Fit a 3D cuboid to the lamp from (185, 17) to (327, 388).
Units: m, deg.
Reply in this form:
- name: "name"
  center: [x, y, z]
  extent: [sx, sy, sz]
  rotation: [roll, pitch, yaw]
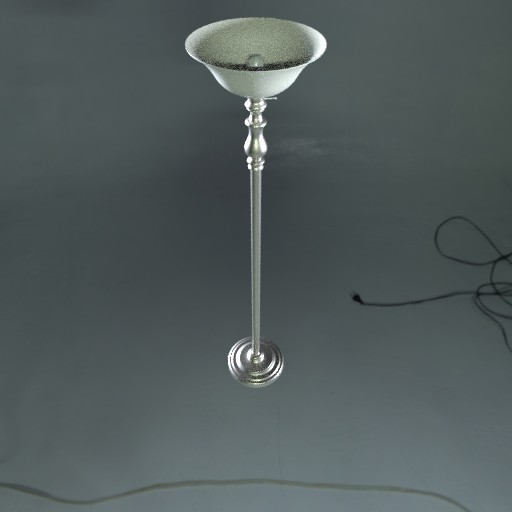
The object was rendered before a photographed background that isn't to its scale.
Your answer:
- name: "lamp"
  center: [0.000, 0.000, 1.910]
  extent: [0.405, 1.771, 0.405]
  rotation: [-4, 46, -4]
